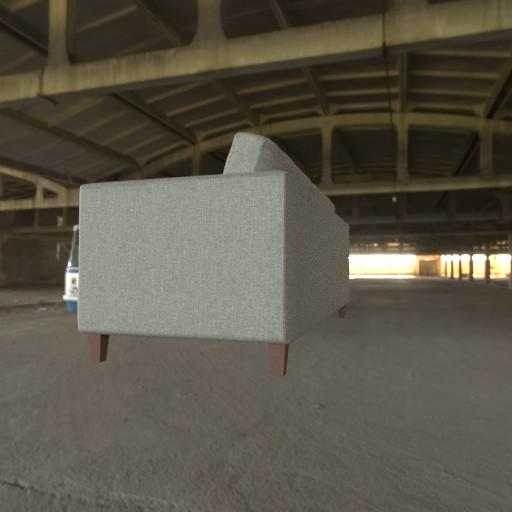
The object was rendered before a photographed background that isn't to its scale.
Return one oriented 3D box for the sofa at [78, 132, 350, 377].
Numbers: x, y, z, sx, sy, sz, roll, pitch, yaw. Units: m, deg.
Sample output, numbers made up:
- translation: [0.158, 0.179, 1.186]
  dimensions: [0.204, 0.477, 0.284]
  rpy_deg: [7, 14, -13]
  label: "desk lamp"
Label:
- translation: [0.000, 0.000, 2.780]
  dimensions: [0.956, 0.960, 2.208]
  rpy_deg: [0, -2, 18]
  label: "sofa"
